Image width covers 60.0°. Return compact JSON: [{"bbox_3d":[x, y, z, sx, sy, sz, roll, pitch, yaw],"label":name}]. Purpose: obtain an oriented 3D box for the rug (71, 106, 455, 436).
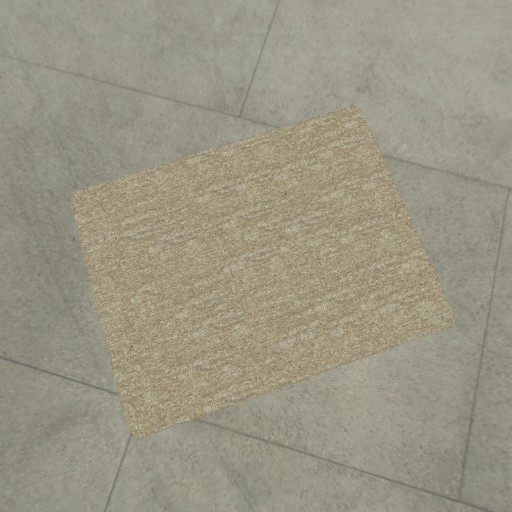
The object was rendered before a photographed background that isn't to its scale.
[{"bbox_3d":[0.000,0.000,3.865,2.873,0.050,2.242,-18,76,-5],"label":"rug"}]
